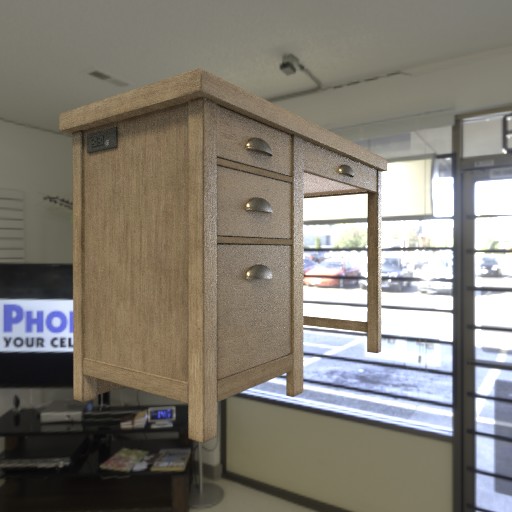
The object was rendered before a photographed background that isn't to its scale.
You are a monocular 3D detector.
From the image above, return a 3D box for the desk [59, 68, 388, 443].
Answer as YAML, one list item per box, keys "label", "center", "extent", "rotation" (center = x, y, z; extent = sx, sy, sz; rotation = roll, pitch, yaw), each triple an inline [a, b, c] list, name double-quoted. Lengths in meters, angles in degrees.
- label: "desk"
  center: [0.000, 0.000, 1.753]
  extent: [0.610, 0.912, 1.289]
  rotation: [0, 1, 36]
